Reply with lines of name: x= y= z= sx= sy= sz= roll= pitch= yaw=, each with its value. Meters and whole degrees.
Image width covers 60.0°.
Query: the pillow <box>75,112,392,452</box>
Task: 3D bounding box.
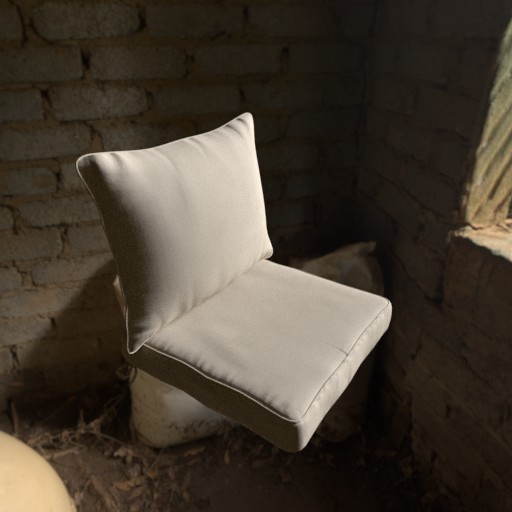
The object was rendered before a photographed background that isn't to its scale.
pillow: x=0.000 y=0.000 z=1.396 sx=0.733 sy=0.716 sz=0.798 roll=18 pitch=33 yaw=30
